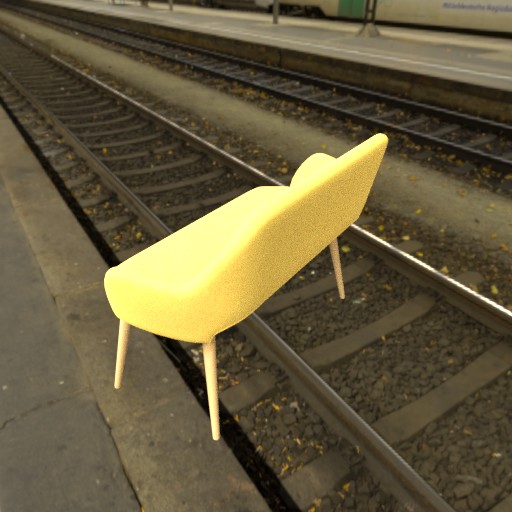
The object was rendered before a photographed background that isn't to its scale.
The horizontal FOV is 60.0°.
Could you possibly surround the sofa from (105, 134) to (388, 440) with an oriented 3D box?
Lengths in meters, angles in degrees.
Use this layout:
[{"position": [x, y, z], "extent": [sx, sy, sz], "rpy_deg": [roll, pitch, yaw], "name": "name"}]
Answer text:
[{"position": [0.000, 0.000, 1.655], "extent": [0.610, 0.840, 1.150], "rpy_deg": [21, 38, 29], "name": "sofa"}]
